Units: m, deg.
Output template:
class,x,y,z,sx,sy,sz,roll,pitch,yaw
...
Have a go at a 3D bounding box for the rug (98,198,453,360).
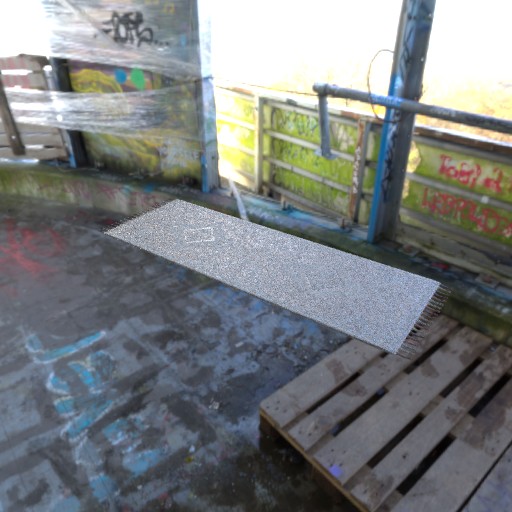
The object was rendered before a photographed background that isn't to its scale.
class,x,y,z,sx,sy,sz,roll,pitch,yaw
rug,0.000,0.000,2.867,1.324,0.018,2.378,-22,37,-32
